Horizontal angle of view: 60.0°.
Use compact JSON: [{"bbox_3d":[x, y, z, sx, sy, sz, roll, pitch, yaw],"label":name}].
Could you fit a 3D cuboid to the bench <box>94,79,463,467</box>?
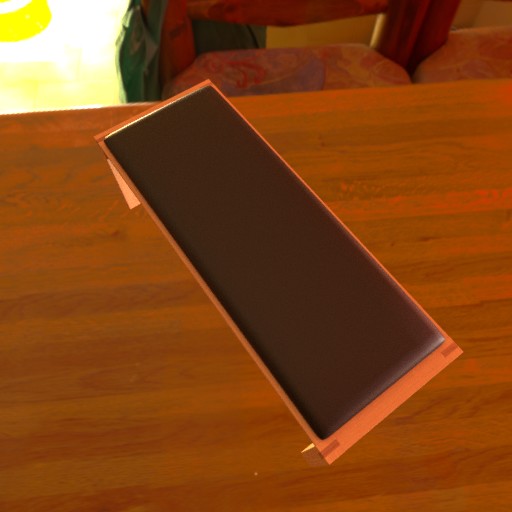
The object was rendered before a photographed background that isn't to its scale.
[{"bbox_3d":[0.000,0.000,1.446,0.450,0.430,1.202,-33,68,-15],"label":"bench"}]
